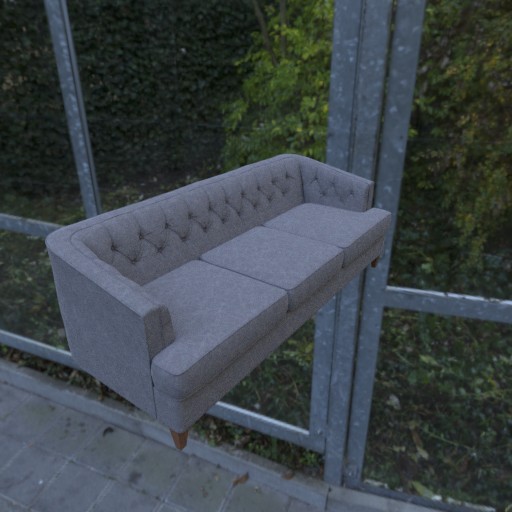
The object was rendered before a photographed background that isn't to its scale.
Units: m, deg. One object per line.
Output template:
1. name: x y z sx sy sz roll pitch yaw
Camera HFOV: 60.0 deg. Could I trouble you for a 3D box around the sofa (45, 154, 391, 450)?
1. sofa: 0.000 0.000 2.731 0.917 0.806 2.247 17 31 32
